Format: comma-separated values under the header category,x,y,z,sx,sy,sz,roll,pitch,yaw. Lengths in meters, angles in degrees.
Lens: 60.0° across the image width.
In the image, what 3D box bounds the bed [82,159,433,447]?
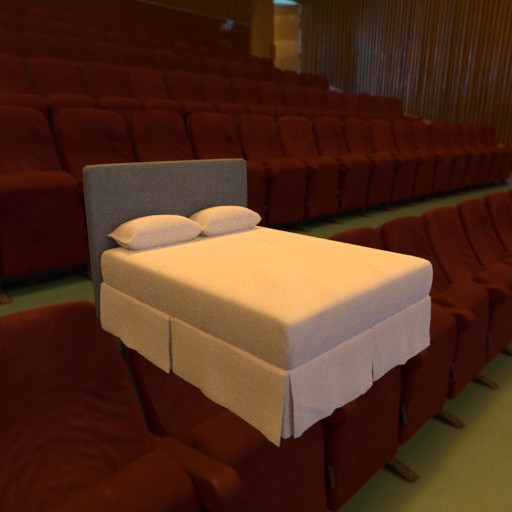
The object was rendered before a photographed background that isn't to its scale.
category,x,y,z,sx,sy,sz,roll,pitch,yaw
bed,0.000,0.000,3.337,1.713,1.330,2.142,-14,21,-43
